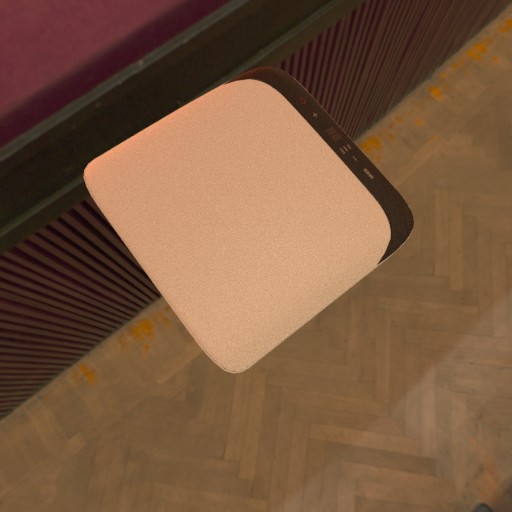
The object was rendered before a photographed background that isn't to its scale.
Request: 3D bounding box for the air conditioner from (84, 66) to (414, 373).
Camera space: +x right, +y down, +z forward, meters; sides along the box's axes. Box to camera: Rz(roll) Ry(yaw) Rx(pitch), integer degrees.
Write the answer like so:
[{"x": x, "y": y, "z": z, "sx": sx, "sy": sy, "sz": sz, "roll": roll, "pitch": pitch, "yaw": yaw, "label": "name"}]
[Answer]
[{"x": 0.000, "y": 0.000, "z": 0.930, "sx": 0.369, "sy": 0.716, "sz": 0.352, "roll": -37, "pitch": 79, "yaw": -9, "label": "air conditioner"}]
